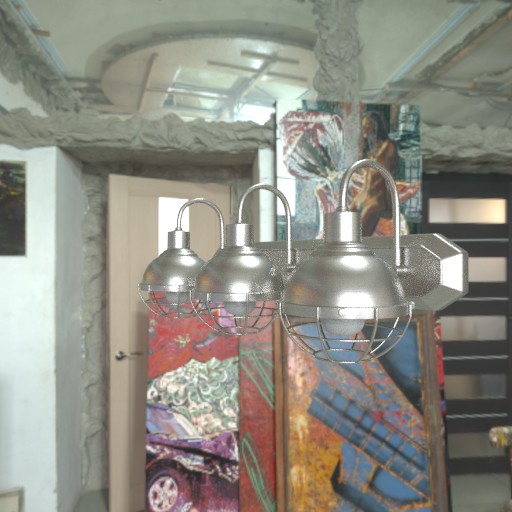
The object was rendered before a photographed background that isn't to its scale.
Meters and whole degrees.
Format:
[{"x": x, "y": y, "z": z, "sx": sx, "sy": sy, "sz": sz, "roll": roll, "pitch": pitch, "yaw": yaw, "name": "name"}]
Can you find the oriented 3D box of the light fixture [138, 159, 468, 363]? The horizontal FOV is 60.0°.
[{"x": 0.000, "y": 0.000, "z": 0.768, "sx": 0.229, "sy": 0.254, "sz": 0.634, "roll": 0, "pitch": 0, "yaw": -35, "name": "light fixture"}]
